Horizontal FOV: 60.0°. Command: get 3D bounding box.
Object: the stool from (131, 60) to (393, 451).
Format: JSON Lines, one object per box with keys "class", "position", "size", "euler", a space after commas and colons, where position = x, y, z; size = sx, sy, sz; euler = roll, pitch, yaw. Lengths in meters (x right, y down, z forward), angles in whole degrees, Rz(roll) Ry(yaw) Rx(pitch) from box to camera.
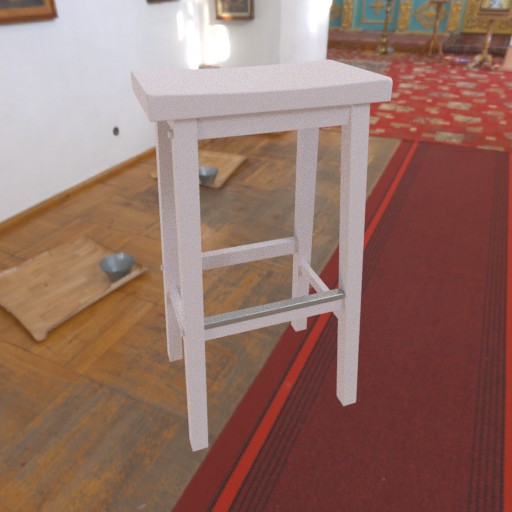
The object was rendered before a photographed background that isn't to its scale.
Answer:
{"class": "stool", "position": [0.000, 0.000, 0.964], "size": [0.406, 0.742, 0.322], "euler": [-10, 33, -16]}
